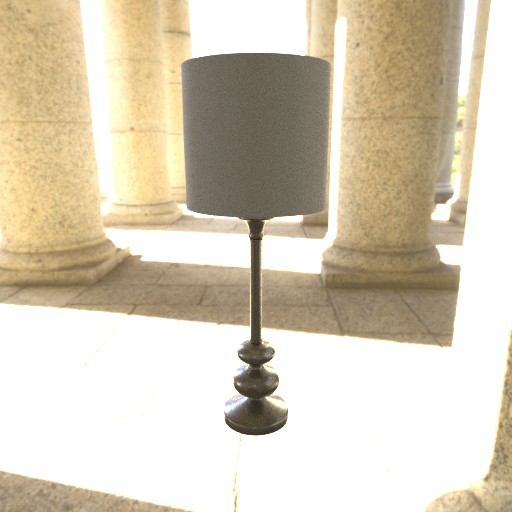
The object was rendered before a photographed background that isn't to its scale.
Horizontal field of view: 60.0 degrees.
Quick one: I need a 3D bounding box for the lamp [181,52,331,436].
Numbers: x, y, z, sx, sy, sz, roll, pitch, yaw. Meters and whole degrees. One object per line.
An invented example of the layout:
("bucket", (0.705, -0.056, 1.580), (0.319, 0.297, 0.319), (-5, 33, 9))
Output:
("lamp", (0.000, 0.000, 0.839), (0.254, 0.690, 0.254), (-7, 16, -26))
